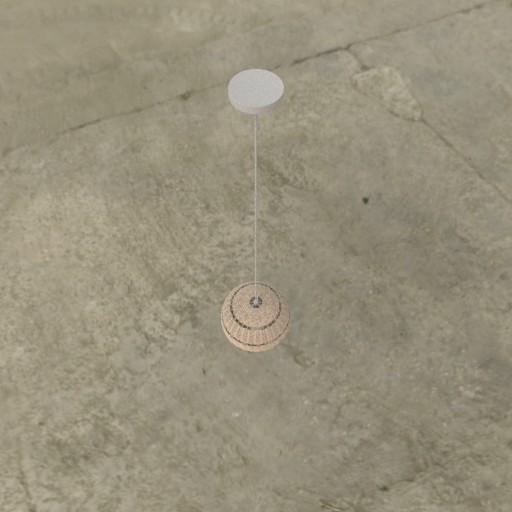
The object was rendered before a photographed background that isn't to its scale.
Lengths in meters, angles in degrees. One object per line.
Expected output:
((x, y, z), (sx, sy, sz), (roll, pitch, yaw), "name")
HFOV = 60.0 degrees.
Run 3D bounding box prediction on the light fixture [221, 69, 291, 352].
((0.000, 0.000, 2.195), (0.457, 2.019, 0.457), (2, 60, 1), "light fixture")
